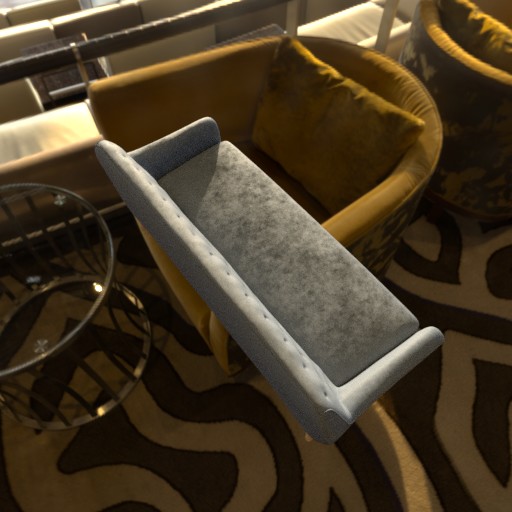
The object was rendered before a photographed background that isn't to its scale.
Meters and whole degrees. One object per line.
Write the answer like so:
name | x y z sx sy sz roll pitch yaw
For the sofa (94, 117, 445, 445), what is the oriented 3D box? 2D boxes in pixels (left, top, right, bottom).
sofa | 0.000 0.000 2.483 0.841 0.832 1.975 -33 63 -19
